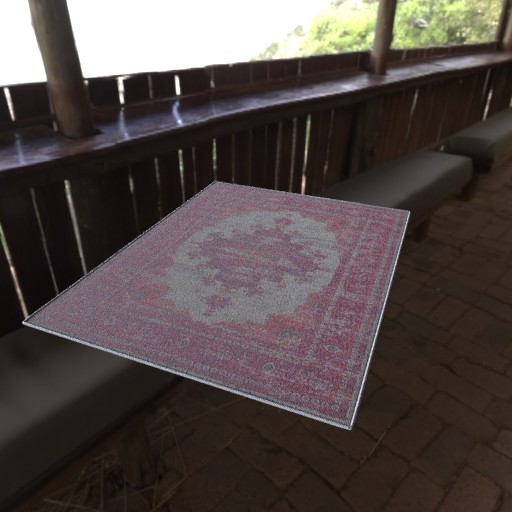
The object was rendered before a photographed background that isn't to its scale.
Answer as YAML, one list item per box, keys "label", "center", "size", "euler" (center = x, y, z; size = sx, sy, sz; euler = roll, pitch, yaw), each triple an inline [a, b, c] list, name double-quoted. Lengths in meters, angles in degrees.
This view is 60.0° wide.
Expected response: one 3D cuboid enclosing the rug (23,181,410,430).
- label: "rug"
  center: [0.000, 0.000, 4.098]
  size: [2.447, 0.017, 3.123]
  euler: [12, 32, 19]
